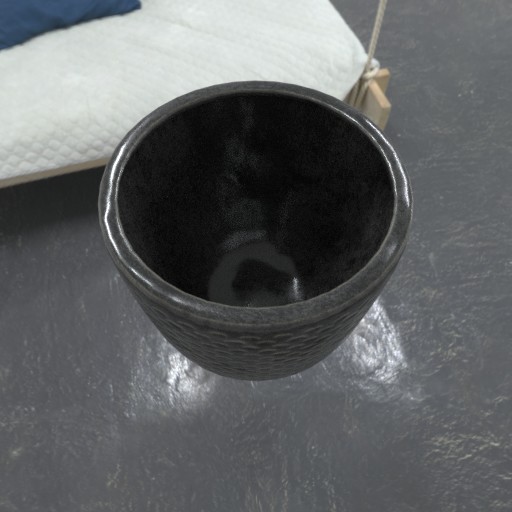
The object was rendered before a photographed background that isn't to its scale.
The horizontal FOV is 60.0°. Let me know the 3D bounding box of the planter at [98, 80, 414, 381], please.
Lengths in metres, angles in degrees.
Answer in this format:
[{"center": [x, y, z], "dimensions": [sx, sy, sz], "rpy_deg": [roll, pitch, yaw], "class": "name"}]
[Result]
[{"center": [0.000, 0.000, 0.250], "dimensions": [0.140, 0.129, 0.140], "rpy_deg": [0, 59, 0], "class": "planter"}]
